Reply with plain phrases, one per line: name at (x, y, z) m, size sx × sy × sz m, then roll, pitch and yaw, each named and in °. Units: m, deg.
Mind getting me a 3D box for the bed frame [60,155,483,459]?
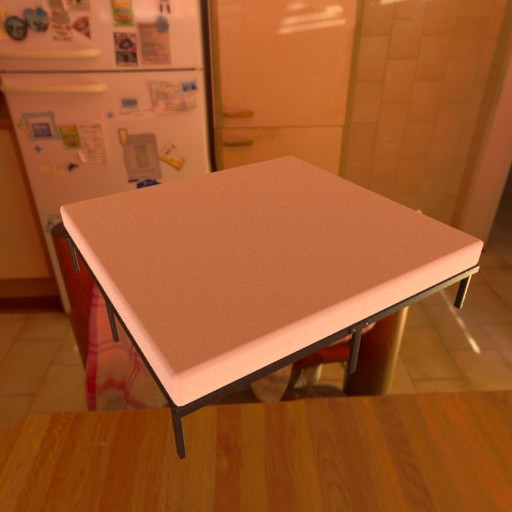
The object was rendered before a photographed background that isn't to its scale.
bed frame at (0.000, 0.000, 3.879) m, size 2.635 × 0.680 × 2.526 m, roll -19°, pitch 36°, yaw -28°
